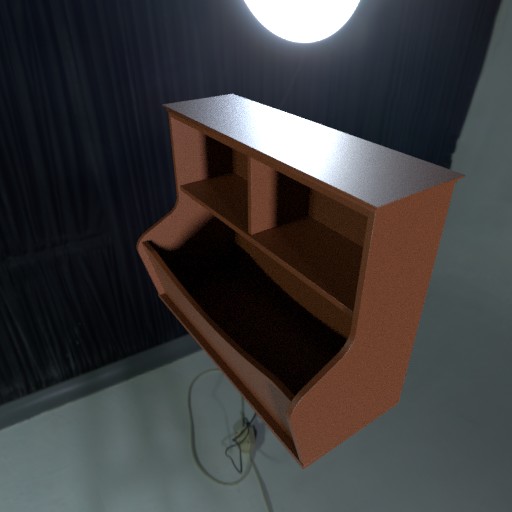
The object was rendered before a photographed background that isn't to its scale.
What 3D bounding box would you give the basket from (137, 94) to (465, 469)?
[{"bbox_3d":[0.000,0.000,1.156,0.376,0.625,0.792,-20,38,-29],"label":"basket"}]
